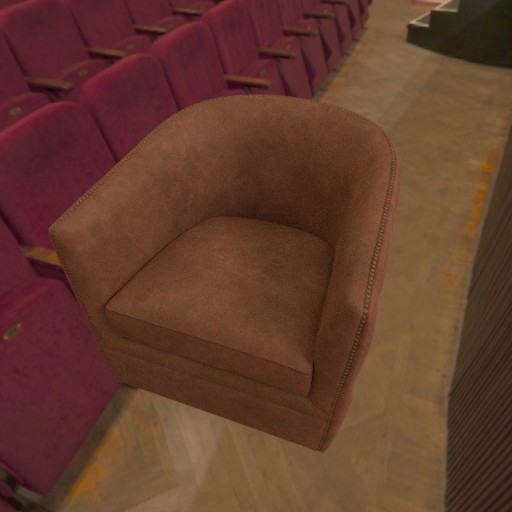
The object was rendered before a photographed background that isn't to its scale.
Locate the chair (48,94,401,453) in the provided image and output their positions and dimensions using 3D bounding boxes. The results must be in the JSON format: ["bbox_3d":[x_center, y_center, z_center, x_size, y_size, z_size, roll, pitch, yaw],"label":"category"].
[{"bbox_3d":[0.000,0.000,1.518,0.850,0.790,0.870,14,43,15],"label":"chair"}]
